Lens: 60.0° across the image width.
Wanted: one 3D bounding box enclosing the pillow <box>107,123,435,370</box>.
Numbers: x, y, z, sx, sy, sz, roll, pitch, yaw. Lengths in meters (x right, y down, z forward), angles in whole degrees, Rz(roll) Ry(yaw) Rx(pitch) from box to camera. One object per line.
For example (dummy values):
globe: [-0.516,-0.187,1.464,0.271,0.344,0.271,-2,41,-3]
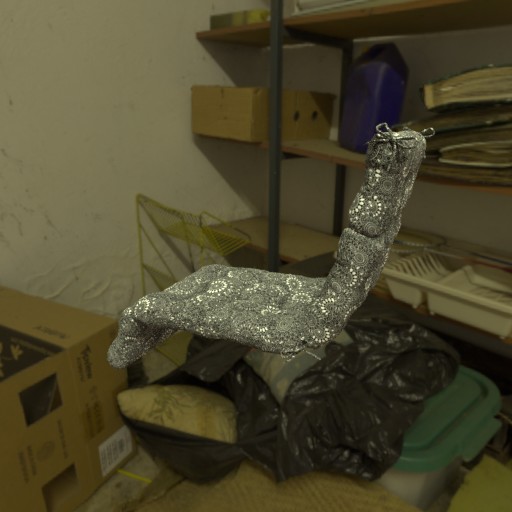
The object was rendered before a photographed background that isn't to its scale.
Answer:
pillow: [0.000,0.000,1.504,1.016,0.863,0.526,8,18,24]
